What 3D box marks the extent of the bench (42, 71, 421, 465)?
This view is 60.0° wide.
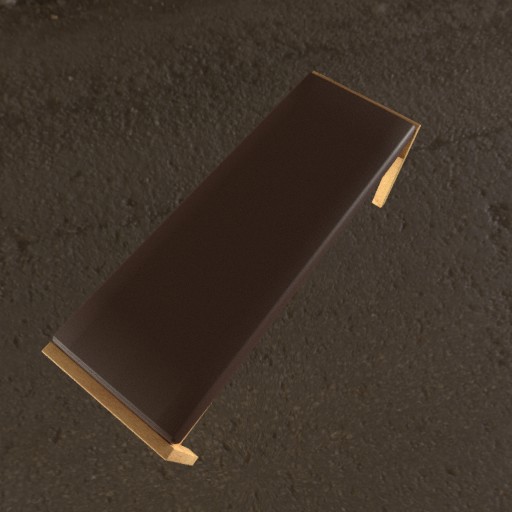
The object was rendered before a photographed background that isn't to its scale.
[{"bbox_3d":[0.000,0.000,1.419,0.405,0.480,1.200,34,68,16],"label":"bench"}]
